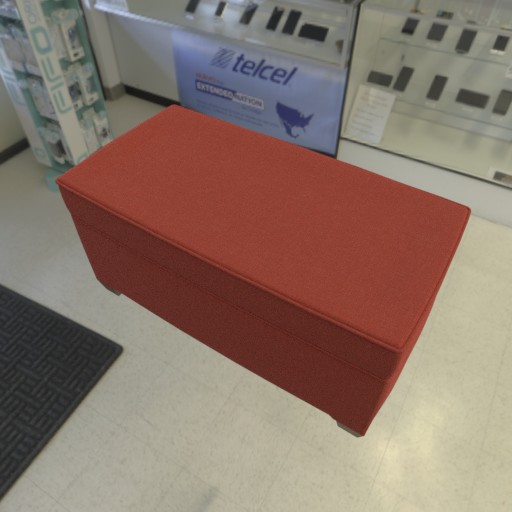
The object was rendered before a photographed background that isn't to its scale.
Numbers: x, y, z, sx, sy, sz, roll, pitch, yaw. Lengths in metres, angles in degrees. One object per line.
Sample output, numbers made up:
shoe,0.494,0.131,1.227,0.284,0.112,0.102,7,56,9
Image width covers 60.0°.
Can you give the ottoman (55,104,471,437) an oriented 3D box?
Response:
ottoman,0.000,0.000,1.247,0.948,0.454,0.497,25,52,22
